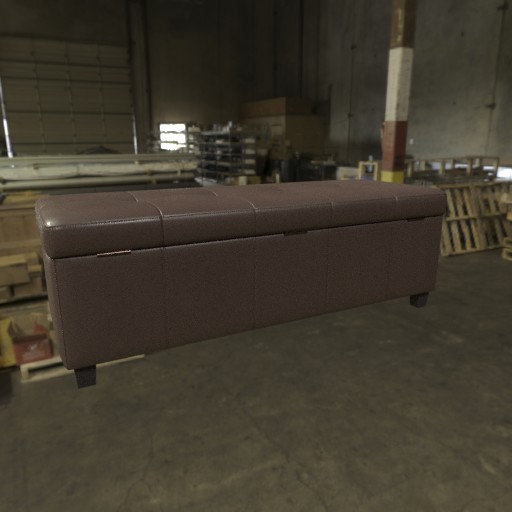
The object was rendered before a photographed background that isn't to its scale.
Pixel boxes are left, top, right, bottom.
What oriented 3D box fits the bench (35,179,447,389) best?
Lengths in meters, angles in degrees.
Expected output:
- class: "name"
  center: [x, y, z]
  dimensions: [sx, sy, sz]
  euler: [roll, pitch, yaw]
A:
- class: "bench"
  center: [0.000, 0.000, 1.410]
  dimensions: [1.219, 0.417, 0.450]
  euler: [-8, 17, -27]
